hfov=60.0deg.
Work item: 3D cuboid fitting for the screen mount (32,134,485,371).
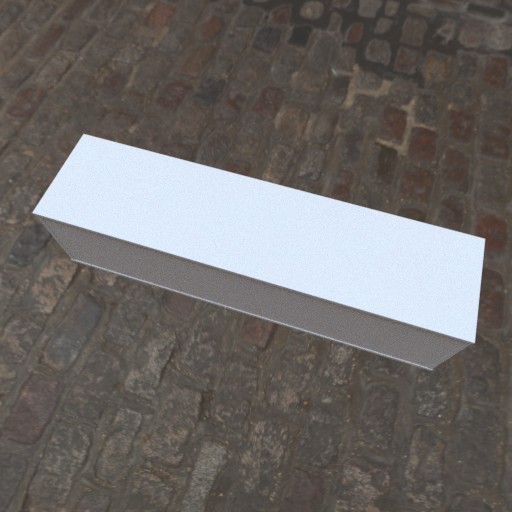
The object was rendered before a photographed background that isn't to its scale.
[{"bbox_3d":[0.000,0.000,1.846,1.600,0.520,0.418,16,64,8],"label":"screen mount"}]
